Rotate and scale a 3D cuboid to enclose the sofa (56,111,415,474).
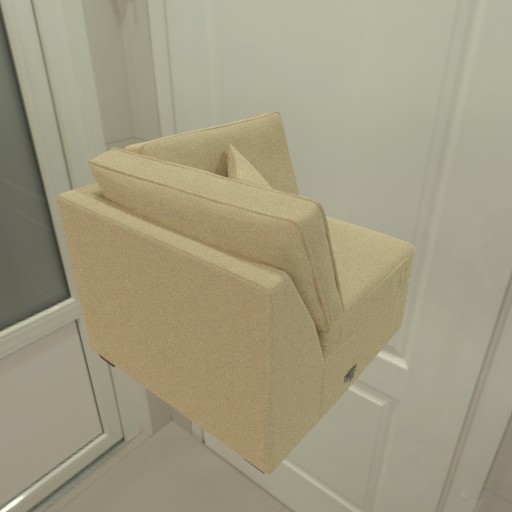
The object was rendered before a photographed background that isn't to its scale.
[{"bbox_3d":[0.000,0.000,1.945,1.084,1.002,1.146,22,35,34],"label":"sofa"}]
